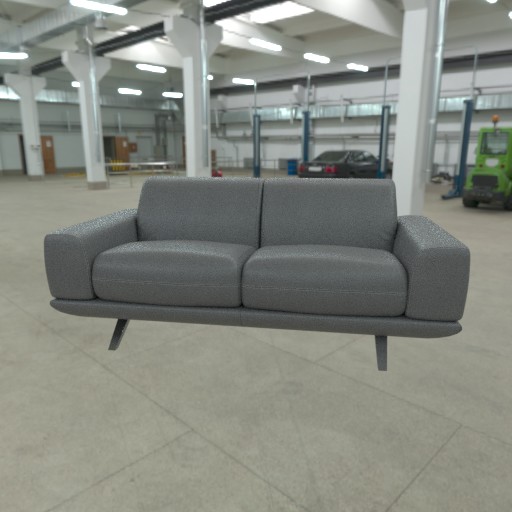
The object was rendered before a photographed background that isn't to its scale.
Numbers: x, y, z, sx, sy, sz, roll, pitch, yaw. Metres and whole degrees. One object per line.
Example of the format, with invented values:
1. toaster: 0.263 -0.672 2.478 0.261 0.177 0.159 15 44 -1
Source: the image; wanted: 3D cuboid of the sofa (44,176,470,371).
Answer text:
1. sofa: 0.000 0.000 2.352 1.901 0.772 0.900 2 14 9
